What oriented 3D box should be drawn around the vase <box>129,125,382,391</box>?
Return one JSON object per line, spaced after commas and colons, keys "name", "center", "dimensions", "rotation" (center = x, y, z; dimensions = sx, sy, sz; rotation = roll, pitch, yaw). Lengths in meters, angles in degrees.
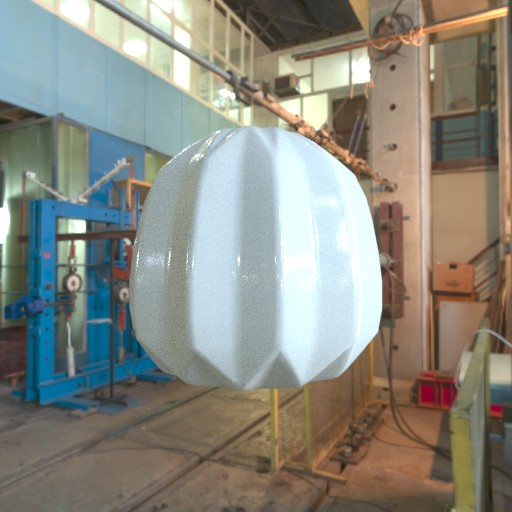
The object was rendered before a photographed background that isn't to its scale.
{"name": "vase", "center": [0.000, 0.000, 0.253], "dimensions": [0.139, 0.134, 0.139], "rotation": [0, -1, 0]}
